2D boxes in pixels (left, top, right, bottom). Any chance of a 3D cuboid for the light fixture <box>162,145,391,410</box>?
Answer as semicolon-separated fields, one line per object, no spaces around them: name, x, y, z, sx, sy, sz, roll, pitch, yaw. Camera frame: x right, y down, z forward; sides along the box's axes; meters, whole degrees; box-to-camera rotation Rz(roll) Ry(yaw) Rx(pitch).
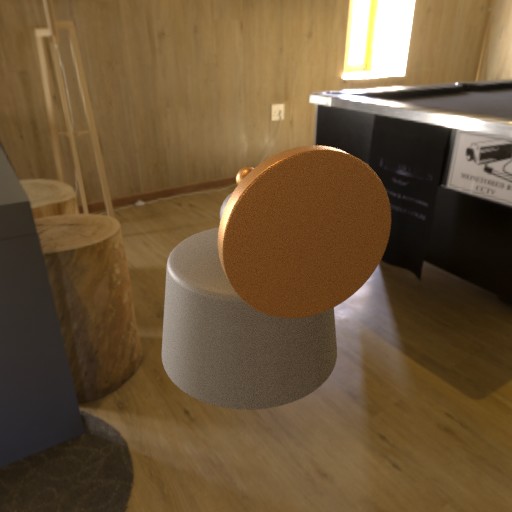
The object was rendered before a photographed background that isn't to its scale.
light fixture;0.000;0.000;0.444;0.204;0.268;0.254;-8;28;-16
